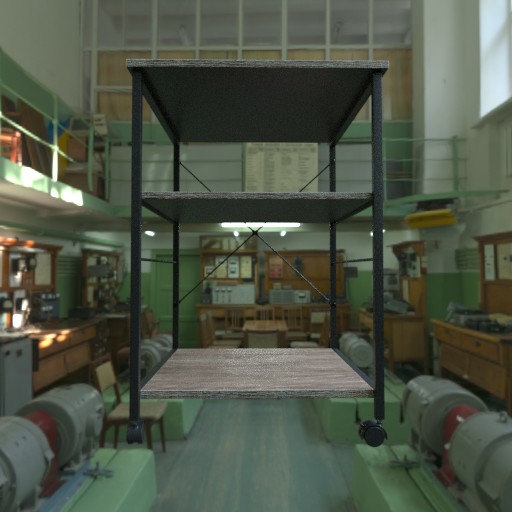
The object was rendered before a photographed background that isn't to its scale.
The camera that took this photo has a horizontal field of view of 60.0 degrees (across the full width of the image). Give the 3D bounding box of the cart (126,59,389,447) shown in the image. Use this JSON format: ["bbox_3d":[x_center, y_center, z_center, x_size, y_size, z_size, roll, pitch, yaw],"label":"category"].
[{"bbox_3d":[0.000,0.000,1.126,0.521,0.762,0.520,0,-2,-1],"label":"cart"}]
